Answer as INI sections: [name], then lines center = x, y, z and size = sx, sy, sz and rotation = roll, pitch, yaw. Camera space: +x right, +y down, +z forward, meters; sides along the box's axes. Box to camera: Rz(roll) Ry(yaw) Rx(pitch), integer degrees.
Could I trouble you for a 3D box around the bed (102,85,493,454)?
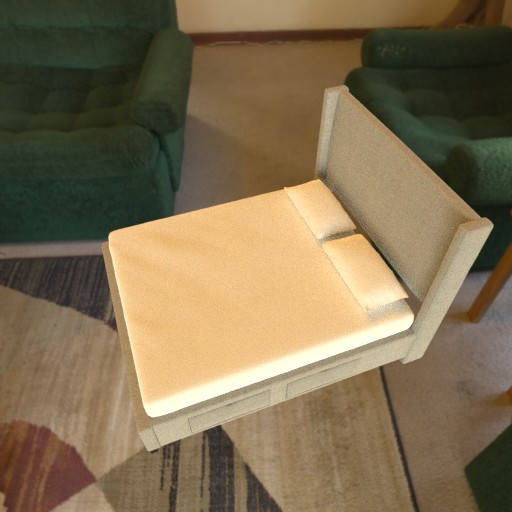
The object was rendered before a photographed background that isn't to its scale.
[bed]
center = 0.000, 0.000, 3.339
size = 2.222, 1.491, 1.774
rotation = -16, 50, -14
